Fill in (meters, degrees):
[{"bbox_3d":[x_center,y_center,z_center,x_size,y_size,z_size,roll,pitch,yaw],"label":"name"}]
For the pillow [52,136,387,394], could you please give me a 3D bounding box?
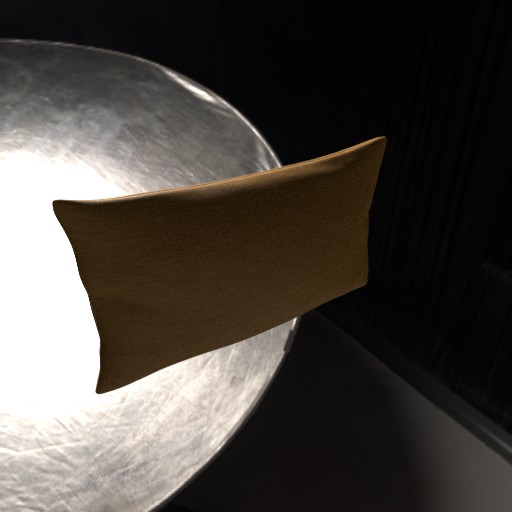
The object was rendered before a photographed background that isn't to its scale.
[{"bbox_3d":[0.000,0.000,0.807,0.634,0.354,0.210,-18,34,-29],"label":"pillow"}]
